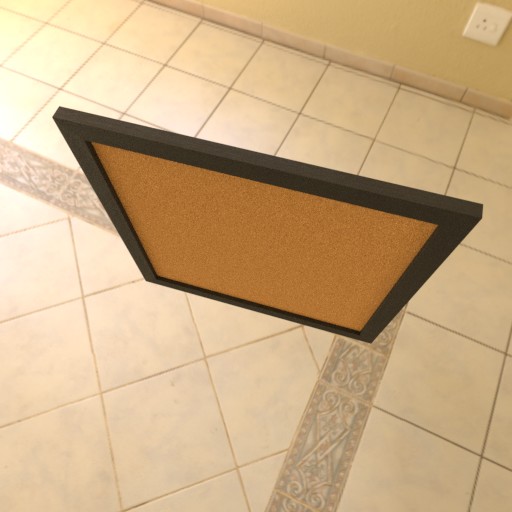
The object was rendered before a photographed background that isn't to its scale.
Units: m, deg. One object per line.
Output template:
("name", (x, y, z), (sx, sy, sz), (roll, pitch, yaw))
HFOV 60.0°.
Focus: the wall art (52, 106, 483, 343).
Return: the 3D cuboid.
("wall art", (0.000, 0.000, 1.471), (1.016, 1.016, 0.038), (15, 65, 7))
